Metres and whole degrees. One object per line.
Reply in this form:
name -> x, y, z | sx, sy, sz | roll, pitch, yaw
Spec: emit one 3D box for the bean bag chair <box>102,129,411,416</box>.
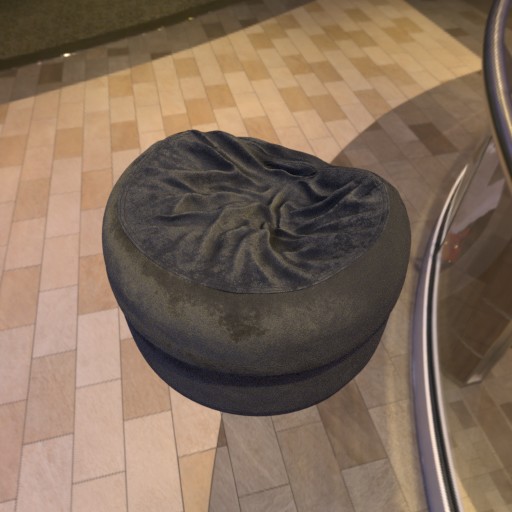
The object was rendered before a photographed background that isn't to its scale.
bean bag chair -> 0.000, 0.000, 1.448 | 0.918, 0.605, 0.918 | 0, 48, 0
